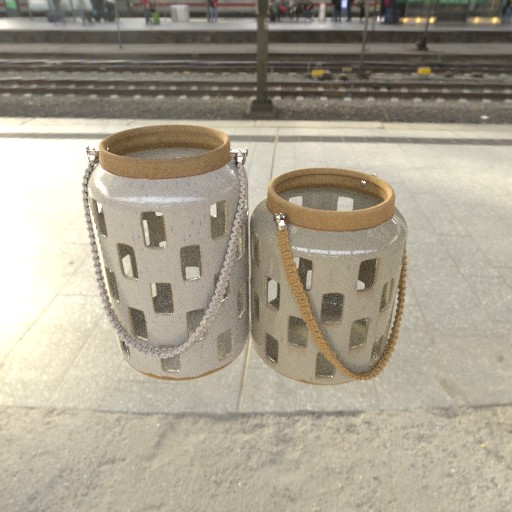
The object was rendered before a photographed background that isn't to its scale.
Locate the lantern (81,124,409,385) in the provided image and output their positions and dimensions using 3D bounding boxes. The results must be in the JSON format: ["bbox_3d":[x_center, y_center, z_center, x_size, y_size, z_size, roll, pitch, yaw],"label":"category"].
[{"bbox_3d":[0.000,0.000,0.496,0.347,0.255,0.184,1,30,2],"label":"lantern"}]
